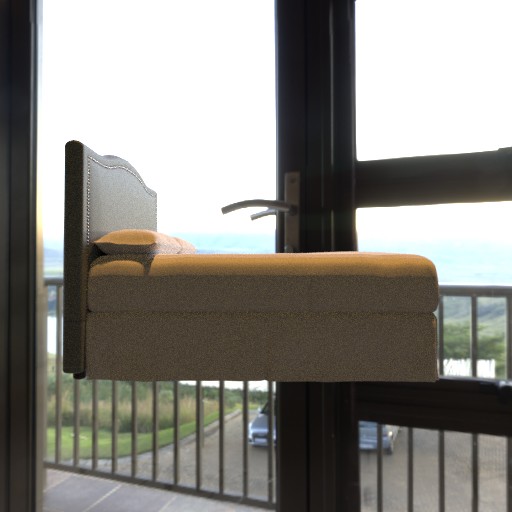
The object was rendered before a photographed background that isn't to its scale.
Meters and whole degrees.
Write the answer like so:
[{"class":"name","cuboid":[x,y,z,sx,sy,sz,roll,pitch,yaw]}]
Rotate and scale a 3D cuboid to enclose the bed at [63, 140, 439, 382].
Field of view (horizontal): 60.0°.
[{"class":"bed","cuboid":[0.000,0.000,3.321,2.143,1.460,1.753,0,-1,1]}]
